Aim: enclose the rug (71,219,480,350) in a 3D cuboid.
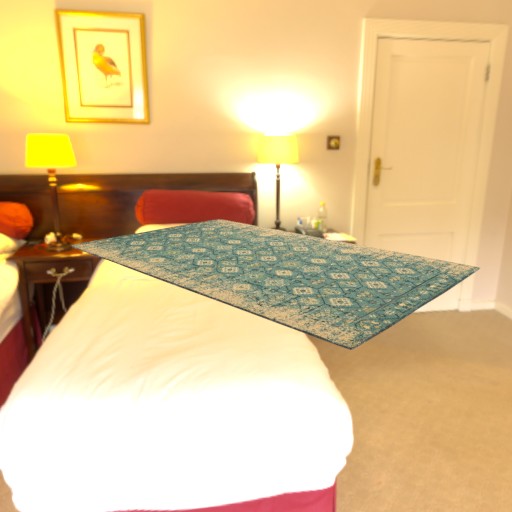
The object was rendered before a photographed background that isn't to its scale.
[{"bbox_3d":[0.000,0.000,2.230,1.795,0.008,1.102,14,21,42],"label":"rug"}]
